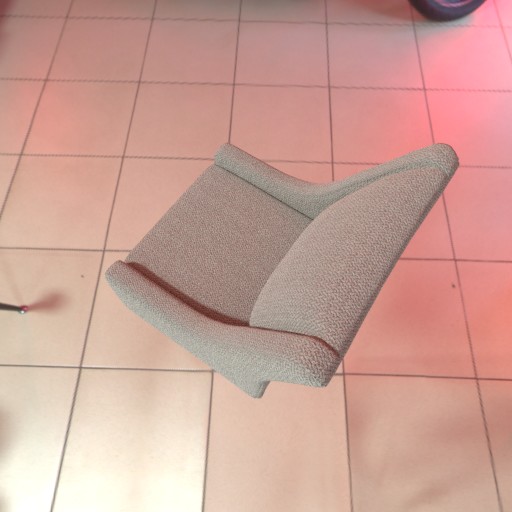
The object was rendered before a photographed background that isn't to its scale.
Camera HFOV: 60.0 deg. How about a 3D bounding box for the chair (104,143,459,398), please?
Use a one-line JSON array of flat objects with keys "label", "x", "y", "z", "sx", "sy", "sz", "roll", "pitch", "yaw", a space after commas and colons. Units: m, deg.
[{"label": "chair", "x": 0.000, "y": 0.000, "z": 1.615, "sx": 0.870, "sy": 1.014, "sz": 0.774, "roll": 32, "pitch": 68, "yaw": 15}]
